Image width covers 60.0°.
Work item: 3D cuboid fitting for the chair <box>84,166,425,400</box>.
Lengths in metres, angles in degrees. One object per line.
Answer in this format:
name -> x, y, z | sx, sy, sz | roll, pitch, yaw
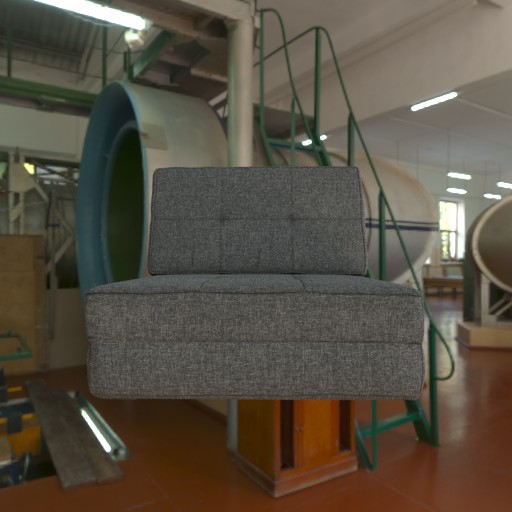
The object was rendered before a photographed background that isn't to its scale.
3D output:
chair -> 0.000, 0.000, 1.316 | 0.740, 0.615, 0.800 | 0, 0, 1
